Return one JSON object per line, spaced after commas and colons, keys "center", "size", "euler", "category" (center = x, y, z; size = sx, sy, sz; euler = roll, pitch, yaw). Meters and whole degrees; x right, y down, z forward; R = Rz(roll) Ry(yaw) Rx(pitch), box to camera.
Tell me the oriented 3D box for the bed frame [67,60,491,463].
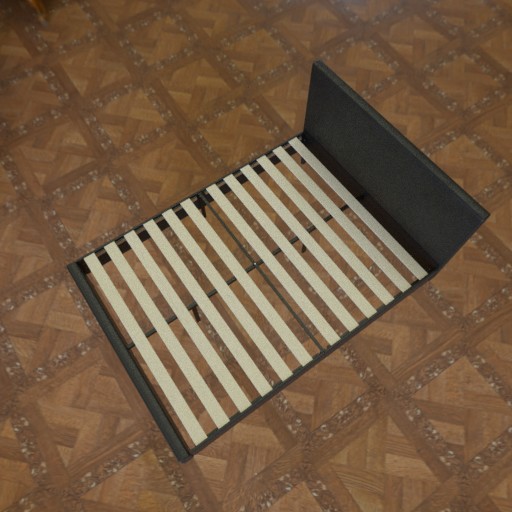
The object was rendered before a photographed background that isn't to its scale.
{"center": [0.000, 0.000, 3.161], "size": [2.318, 1.127, 1.634], "euler": [-33, 68, -15], "category": "bed frame"}
